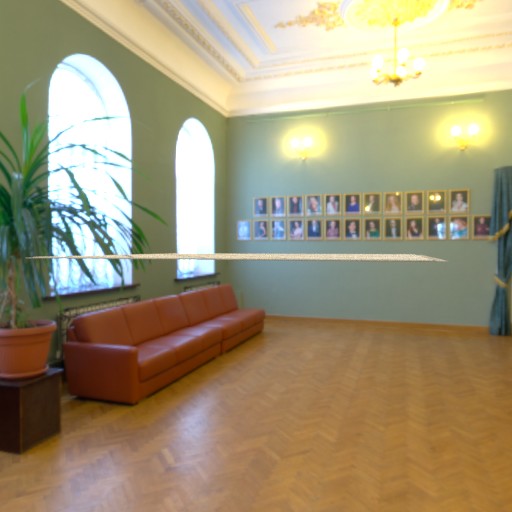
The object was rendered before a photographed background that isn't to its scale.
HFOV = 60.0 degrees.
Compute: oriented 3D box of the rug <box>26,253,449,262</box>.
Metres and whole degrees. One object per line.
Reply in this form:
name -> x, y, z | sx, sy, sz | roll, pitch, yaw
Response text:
rug -> 0.000, 0.000, 4.131 | 3.051, 0.013, 2.380 | 0, 1, 17
